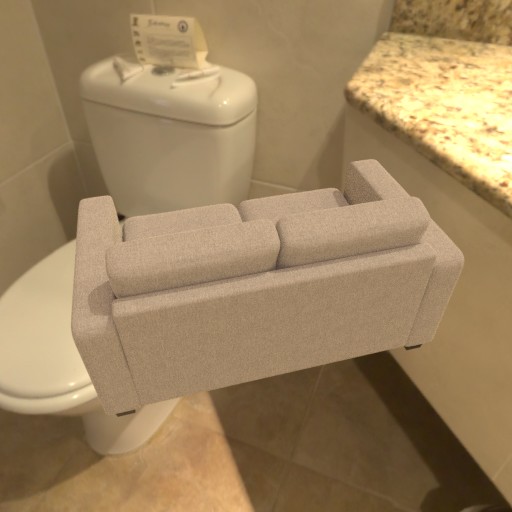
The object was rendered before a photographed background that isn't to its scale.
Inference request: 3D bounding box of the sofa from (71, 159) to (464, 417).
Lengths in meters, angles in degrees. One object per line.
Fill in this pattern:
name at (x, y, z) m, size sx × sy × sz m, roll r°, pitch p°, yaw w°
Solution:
sofa at (0.000, 0.000, 2.072) m, size 1.540 × 0.800 × 0.900 m, roll -10°, pitch 42°, yaw -11°
